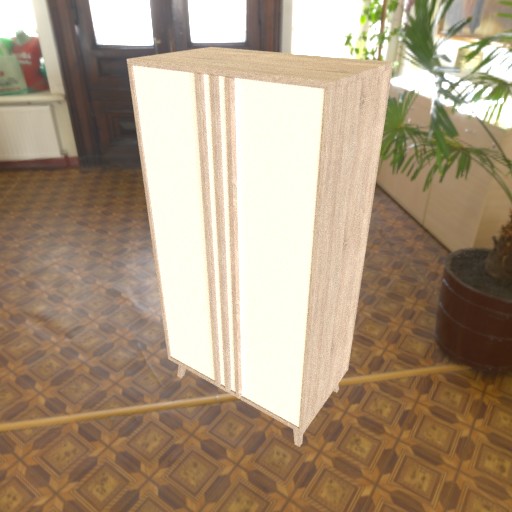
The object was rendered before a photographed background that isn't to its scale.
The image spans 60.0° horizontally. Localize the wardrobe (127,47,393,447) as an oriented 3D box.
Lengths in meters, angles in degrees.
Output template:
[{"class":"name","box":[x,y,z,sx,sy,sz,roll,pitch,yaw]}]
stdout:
[{"class":"wardrobe","box":[0.000,0.000,2.410,1.000,1.960,0.600,20,36,29]}]
